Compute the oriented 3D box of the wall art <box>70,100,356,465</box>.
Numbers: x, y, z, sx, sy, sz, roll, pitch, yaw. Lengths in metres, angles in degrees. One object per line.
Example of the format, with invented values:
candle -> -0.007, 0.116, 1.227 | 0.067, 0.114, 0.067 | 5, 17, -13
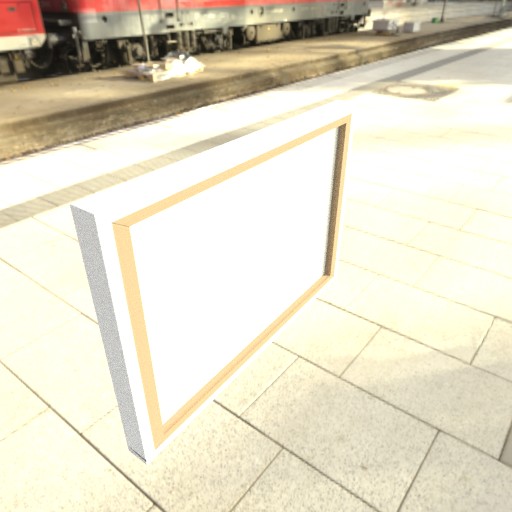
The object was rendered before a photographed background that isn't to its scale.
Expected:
wall art -> 0.000, 0.000, 0.771 | 0.042, 0.414, 0.608 | 21, 37, 30
